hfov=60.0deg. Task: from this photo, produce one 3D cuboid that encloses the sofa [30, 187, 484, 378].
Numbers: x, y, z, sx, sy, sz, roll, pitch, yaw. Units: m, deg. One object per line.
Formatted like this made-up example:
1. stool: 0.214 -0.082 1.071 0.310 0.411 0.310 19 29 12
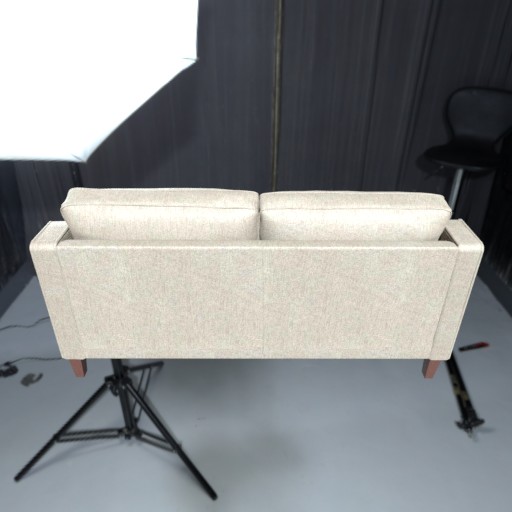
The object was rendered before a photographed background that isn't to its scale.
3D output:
1. sofa: 0.000 0.000 2.742 2.181 1.074 1.073 0 30 0
